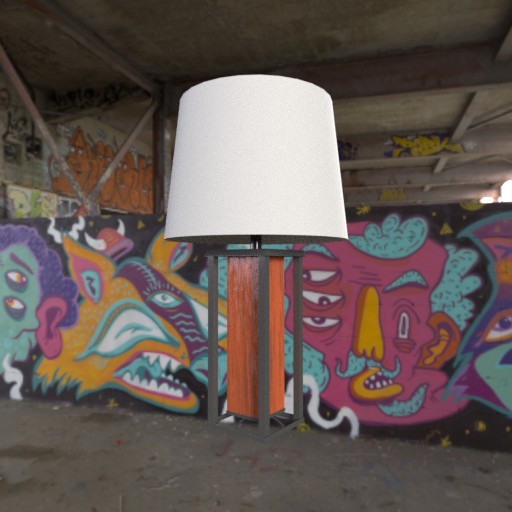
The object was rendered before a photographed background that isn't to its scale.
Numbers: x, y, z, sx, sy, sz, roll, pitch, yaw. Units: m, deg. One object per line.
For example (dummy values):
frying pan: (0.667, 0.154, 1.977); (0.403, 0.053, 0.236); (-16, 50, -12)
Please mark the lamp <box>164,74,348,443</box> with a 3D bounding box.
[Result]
lamp: (0.000, 0.000, 0.785); (0.320, 0.591, 0.320); (0, -1, 0)
